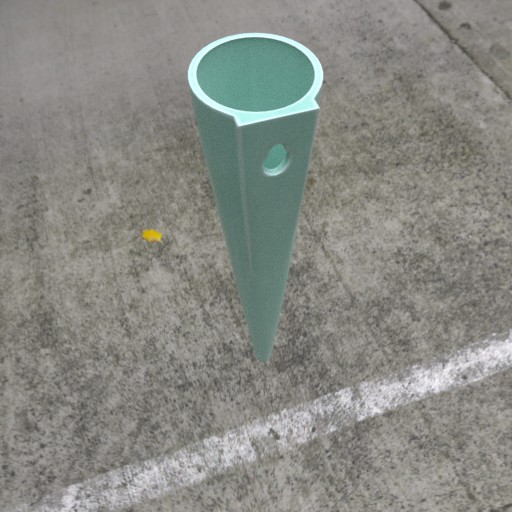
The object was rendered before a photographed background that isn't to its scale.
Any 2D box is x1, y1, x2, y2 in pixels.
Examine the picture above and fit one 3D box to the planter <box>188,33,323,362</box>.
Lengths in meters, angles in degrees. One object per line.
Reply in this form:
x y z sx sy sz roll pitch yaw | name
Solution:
0.000 0.000 0.288 0.054 0.268 0.055 -16 58 -10 | planter
